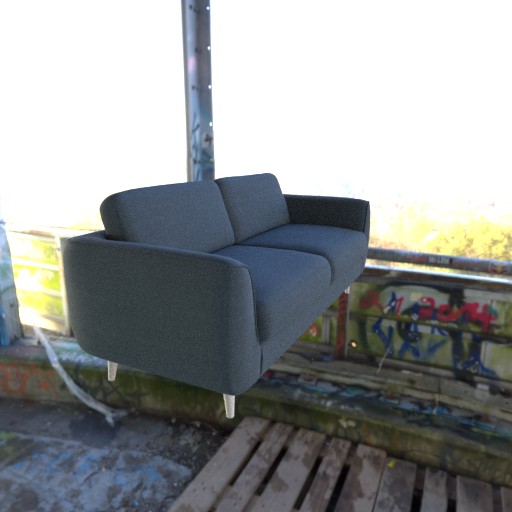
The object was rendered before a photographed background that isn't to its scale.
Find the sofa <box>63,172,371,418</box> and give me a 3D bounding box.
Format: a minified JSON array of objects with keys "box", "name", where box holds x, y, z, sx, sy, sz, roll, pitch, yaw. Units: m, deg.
[{"box":[0.000,0.000,2.509,0.920,0.850,2.000,7,16,26],"name":"sofa"}]
